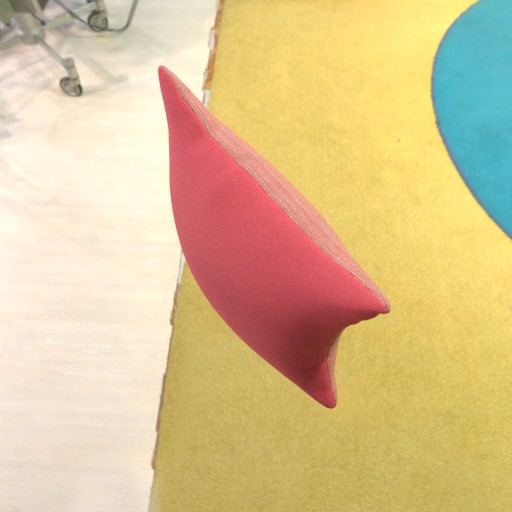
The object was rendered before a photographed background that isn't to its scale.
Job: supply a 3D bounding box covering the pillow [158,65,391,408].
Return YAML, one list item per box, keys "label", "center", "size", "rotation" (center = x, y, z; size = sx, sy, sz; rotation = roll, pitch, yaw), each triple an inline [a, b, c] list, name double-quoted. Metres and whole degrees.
- label: "pillow"
  center: [0.000, 0.000, 0.832]
  size: [0.229, 0.501, 0.559]
  rotation: [-32, 65, -17]
